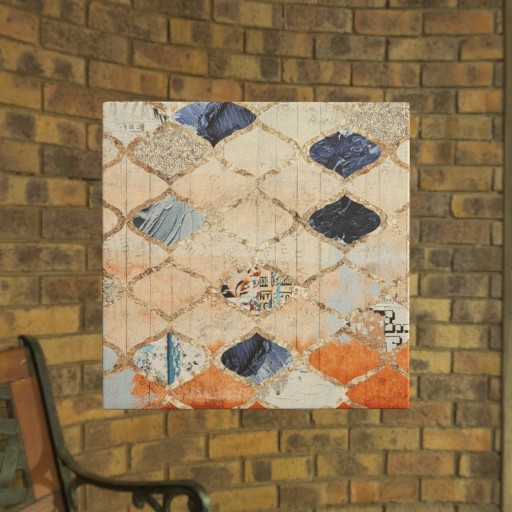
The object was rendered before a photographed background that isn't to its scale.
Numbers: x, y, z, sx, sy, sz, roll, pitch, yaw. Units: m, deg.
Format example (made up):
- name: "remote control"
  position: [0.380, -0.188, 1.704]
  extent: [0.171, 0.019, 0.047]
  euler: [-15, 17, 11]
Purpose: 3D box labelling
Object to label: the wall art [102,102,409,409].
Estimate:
- name: "wall art"
  position: [0.000, 0.000, 0.750]
  extent: [0.507, 0.508, 0.038]
  euler: [0, 0, 0]
